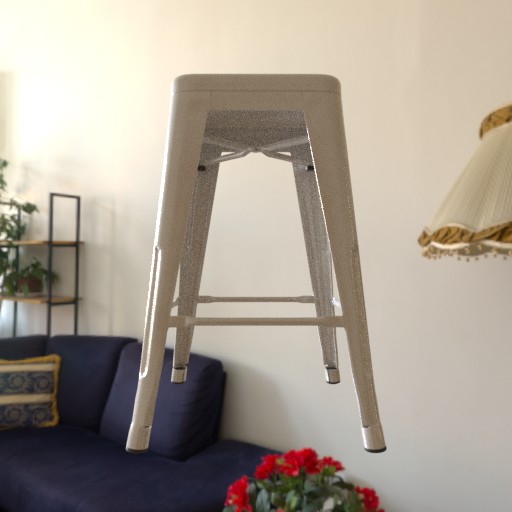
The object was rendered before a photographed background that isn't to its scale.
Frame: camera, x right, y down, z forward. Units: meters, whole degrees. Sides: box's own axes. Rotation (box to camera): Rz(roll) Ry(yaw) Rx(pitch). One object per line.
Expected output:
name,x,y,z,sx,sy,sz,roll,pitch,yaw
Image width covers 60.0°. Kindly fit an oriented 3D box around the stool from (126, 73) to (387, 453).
stool,0.000,0.000,0.879,0.406,0.610,0.406,0,0,0
